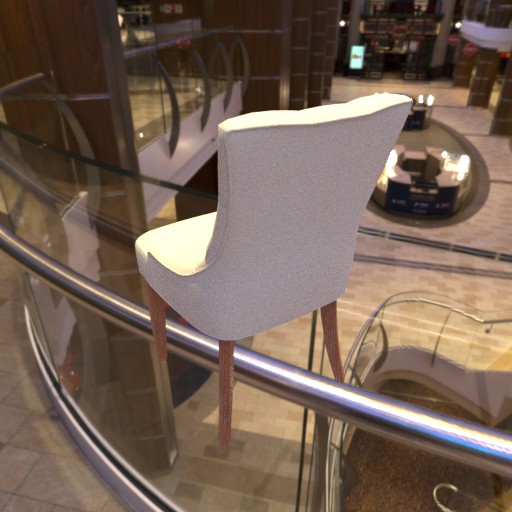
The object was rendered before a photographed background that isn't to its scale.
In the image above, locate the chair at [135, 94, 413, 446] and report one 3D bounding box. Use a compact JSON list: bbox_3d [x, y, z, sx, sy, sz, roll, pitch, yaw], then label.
[{"bbox_3d":[0.000,0.000,1.196,0.509,0.874,0.565,-18,35,-28],"label":"chair"}]
